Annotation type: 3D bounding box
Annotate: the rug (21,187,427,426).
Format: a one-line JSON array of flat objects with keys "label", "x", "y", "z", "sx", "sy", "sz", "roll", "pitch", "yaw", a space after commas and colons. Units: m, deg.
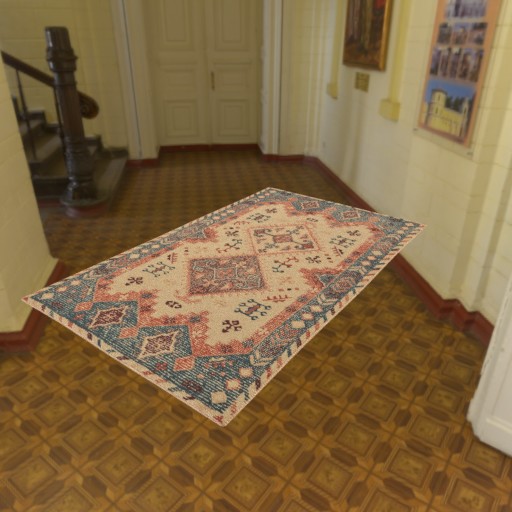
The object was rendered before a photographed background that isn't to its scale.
[{"label": "rug", "x": 0.000, "y": 0.000, "z": 2.999, "sx": 1.521, "sy": 0.023, "sz": 2.464, "roll": 19, "pitch": 33, "yaw": 32}]
